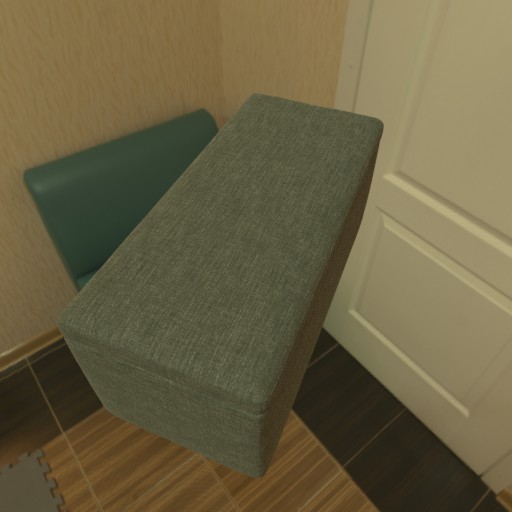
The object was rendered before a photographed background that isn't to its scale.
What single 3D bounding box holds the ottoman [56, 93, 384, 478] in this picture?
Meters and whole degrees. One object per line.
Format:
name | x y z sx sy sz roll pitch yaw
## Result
ottoman | 0.000 0.000 1.126 0.419 0.432 0.902 17 50 15
